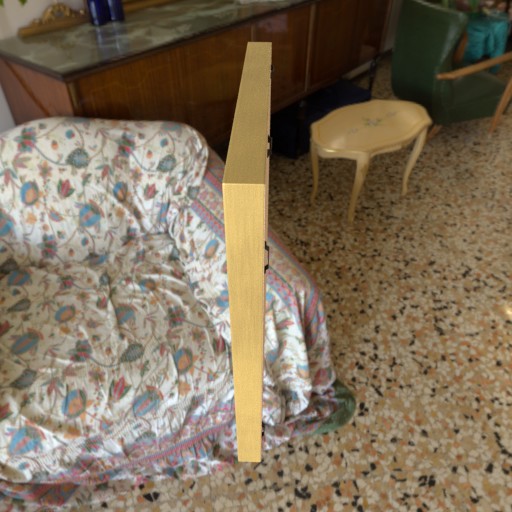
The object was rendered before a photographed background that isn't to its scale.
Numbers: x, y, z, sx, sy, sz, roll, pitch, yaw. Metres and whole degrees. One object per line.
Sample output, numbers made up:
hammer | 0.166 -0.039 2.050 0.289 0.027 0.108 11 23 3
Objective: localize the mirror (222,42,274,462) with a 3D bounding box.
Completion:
mirror | 0.000 0.000 0.685 0.041 0.508 0.405 1 41 2
